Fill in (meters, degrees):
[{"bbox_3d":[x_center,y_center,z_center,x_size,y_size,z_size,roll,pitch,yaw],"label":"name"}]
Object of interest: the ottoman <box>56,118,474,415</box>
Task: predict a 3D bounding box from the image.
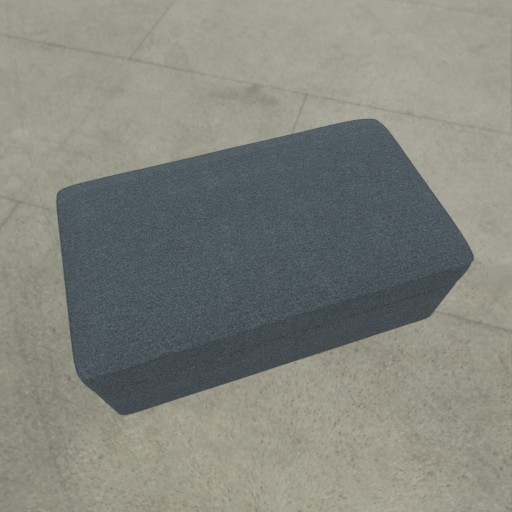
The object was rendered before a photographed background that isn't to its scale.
[{"bbox_3d":[0.000,0.000,1.539,1.173,0.494,0.681,-15,59,-10],"label":"ottoman"}]
